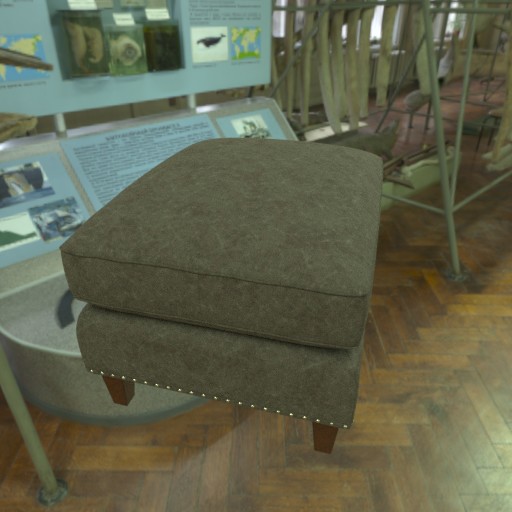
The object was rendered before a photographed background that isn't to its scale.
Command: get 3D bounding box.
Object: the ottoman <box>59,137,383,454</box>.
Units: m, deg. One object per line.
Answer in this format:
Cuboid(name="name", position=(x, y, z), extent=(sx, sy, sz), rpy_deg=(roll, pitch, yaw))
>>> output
Cuboid(name="ottoman", position=(0.000, 0.000, 1.143), extent=(0.584, 0.513, 0.741), rpy_deg=(8, 31, 13))
